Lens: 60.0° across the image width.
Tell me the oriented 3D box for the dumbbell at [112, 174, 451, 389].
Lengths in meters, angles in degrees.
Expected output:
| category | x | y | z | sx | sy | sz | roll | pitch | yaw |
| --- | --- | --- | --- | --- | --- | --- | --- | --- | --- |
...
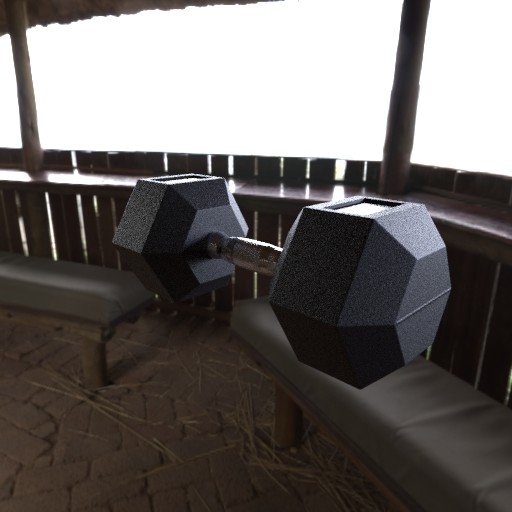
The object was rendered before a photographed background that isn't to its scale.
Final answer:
| category | x | y | z | sx | sy | sz | roll | pitch | yaw |
| --- | --- | --- | --- | --- | --- | --- | --- | --- | --- |
| dumbbell | 0.000 | 0.000 | 0.456 | 0.361 | 0.137 | 0.157 | 16 | 23 | 42 |
